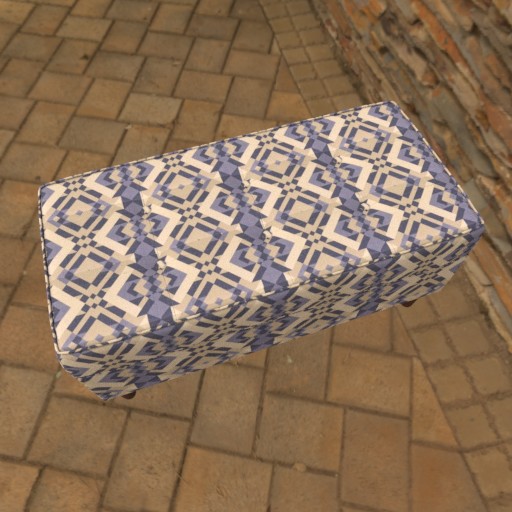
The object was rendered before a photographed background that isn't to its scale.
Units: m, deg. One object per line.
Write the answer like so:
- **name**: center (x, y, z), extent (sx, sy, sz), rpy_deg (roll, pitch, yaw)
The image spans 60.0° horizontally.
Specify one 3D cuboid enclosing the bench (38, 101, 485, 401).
- **bench**: center (0.000, 0.000, 1.265), extent (1.016, 0.477, 0.492), rpy_deg (-16, 60, -10)
